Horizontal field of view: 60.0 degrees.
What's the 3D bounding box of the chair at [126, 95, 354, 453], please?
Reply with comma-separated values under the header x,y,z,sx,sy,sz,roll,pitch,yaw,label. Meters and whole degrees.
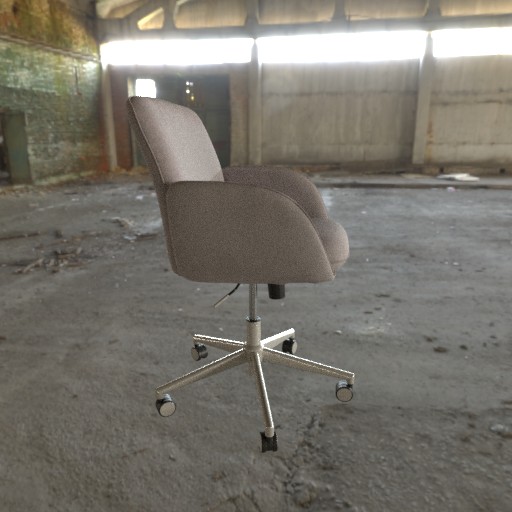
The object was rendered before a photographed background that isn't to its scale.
x,y,z,sx,sy,sz,roll,pitch,yaw,label
0.000,0.000,1.405,0.654,0.959,0.648,3,15,10,chair
